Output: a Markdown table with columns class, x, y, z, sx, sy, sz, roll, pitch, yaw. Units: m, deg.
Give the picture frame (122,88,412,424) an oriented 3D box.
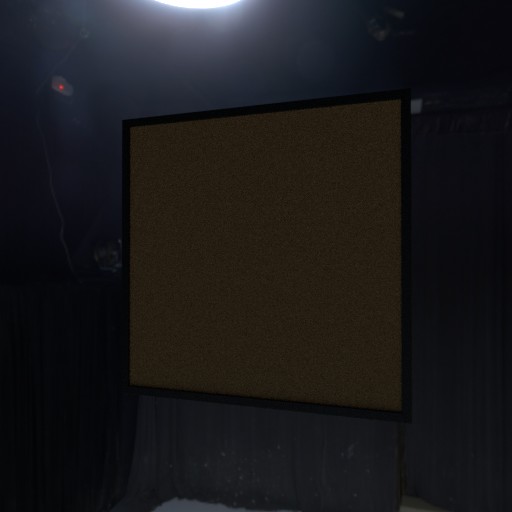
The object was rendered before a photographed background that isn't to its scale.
| class | x | y | z | sx | sy | sz | roll | pitch | yaw |
| --- | --- | --- | --- | --- | --- | --- | --- | --- | --- |
| picture frame | 0.000 | 0.000 | 0.481 | 0.317 | 0.317 | 0.030 | 0 | 0 | 18 |
